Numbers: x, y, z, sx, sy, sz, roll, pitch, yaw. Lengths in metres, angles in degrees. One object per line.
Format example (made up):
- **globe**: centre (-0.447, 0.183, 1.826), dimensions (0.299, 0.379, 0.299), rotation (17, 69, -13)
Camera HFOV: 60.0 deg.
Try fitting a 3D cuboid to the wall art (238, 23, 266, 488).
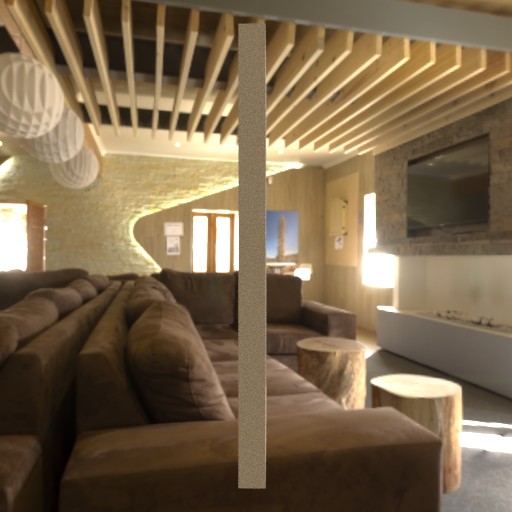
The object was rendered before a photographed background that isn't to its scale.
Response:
- **wall art**: centre (0.000, 0.000, 0.852), dimensions (0.038, 0.657, 0.450), rotation (0, 0, 1)
